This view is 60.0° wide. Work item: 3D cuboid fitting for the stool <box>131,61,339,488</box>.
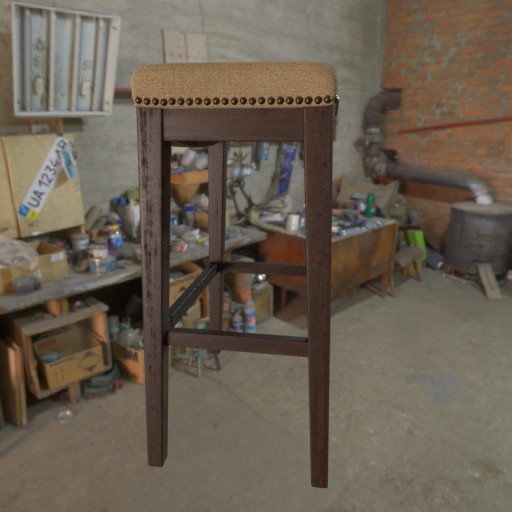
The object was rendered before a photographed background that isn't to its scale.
[{"bbox_3d":[0.000,0.000,1.009,0.363,0.768,0.509,3,16,9],"label":"stool"}]
